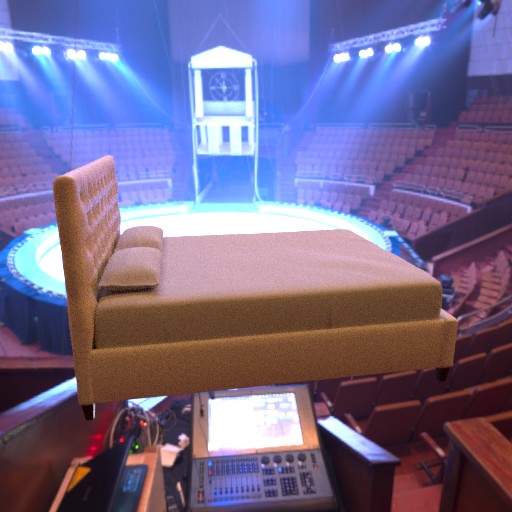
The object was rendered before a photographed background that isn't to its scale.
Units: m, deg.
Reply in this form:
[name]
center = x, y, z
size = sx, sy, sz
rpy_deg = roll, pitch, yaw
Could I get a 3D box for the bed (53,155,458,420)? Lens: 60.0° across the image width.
[bed]
center = 0.000, 0.000, 3.378
size = 2.387, 1.427, 1.698
rpy_deg = -3, 17, -10
